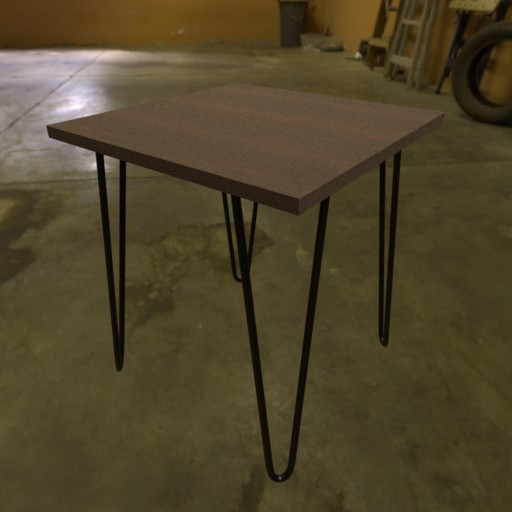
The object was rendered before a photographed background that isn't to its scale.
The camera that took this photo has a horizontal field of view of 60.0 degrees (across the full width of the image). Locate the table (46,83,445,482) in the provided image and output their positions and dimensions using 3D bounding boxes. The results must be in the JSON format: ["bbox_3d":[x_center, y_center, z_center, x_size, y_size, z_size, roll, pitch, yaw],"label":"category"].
[{"bbox_3d":[0.000,0.000,0.915,0.495,0.559,0.495,21,37,31],"label":"table"}]
